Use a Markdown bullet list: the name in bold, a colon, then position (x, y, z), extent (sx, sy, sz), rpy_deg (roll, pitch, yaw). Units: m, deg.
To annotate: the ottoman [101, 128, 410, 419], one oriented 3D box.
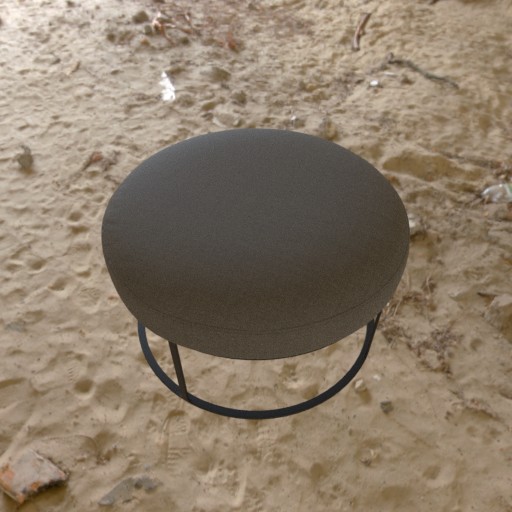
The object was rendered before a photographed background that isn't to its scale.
- **ottoman**: position (0.000, 0.000, 1.235), extent (0.772, 0.460, 0.772), rpy_deg (0, 45, 0)
